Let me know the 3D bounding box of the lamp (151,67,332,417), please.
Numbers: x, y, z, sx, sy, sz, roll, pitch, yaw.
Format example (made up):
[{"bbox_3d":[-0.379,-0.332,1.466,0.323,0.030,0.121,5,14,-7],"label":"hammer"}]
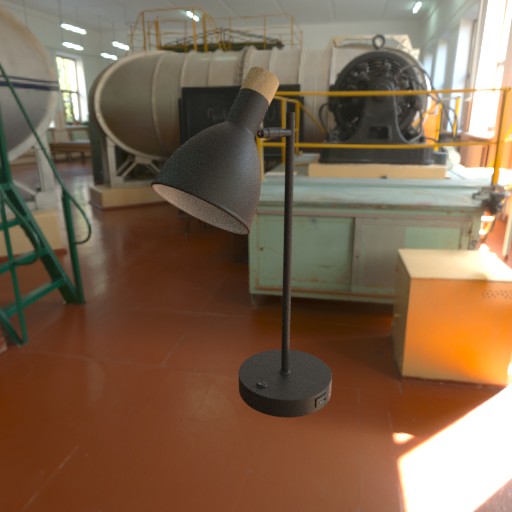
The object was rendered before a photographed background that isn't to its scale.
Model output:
[{"bbox_3d":[0.000,0.000,0.611,0.287,0.483,0.152,-16,23,-41],"label":"lamp"}]
